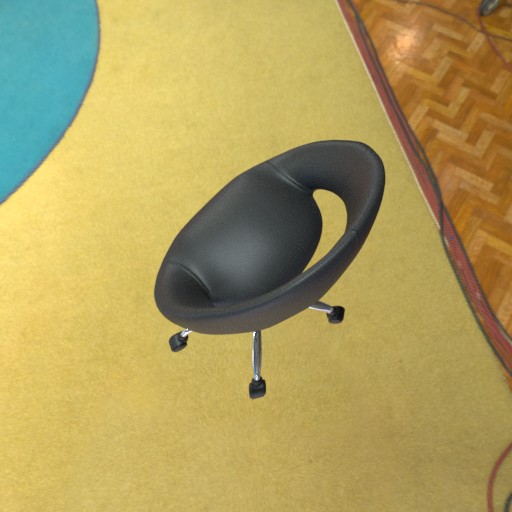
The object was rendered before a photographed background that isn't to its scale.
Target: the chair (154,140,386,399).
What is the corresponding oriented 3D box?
[{"bbox_3d":[0.000,0.000,1.188,0.538,0.791,0.612,37,70,16],"label":"chair"}]
